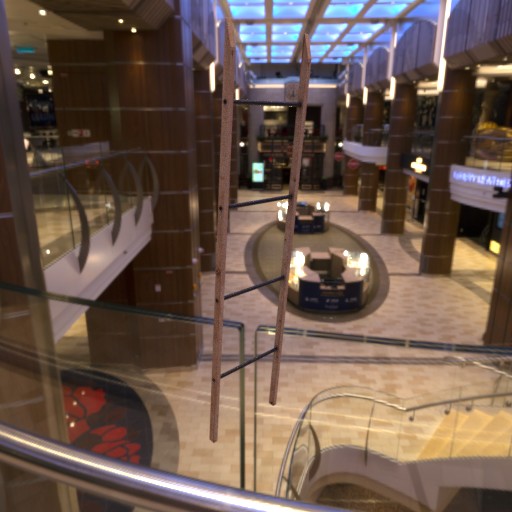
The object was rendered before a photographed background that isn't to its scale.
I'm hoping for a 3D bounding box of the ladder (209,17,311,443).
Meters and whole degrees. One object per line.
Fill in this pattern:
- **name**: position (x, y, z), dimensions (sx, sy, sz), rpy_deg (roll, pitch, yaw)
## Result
- **ladder**: position (0.000, 0.000, 1.955), dimensions (0.442, 1.805, 0.200), rpy_deg (-16, 23, -42)
